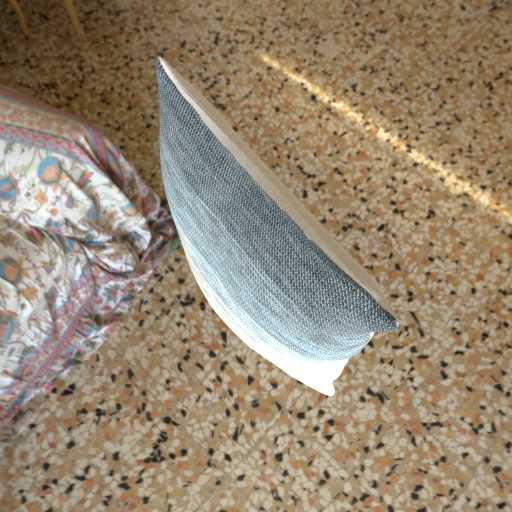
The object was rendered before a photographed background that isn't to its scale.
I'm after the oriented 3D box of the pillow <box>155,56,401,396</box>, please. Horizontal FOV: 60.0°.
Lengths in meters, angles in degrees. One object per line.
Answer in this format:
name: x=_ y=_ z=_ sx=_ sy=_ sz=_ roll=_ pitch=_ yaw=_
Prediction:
pillow: x=0.000 y=0.000 z=0.670 sx=0.182 sy=0.441 sz=0.440 roll=-34 pitch=69 yaw=-15
